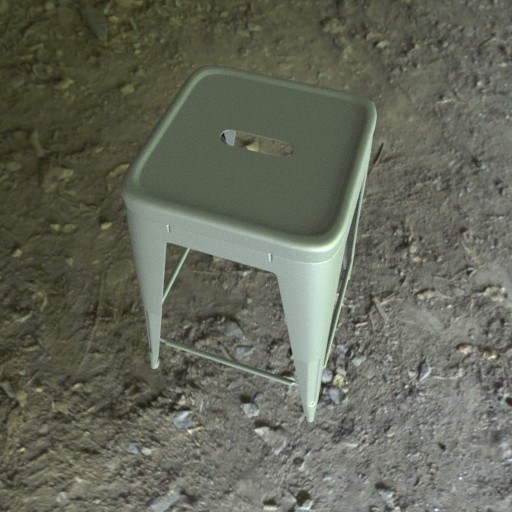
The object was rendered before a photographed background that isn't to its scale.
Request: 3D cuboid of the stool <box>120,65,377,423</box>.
[{"bbox_3d":[0.000,0.000,0.885,0.410,0.608,0.410,16,59,10],"label":"stool"}]
